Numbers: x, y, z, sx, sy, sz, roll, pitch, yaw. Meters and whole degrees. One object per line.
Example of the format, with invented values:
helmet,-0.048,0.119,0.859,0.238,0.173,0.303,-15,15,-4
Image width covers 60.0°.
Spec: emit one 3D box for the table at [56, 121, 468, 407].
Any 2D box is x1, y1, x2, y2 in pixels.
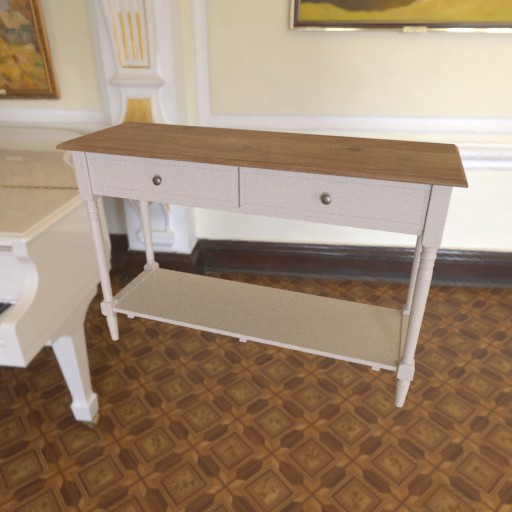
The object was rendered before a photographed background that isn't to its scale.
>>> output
table,0.000,0.000,1.590,1.219,0.800,0.399,9,28,17
